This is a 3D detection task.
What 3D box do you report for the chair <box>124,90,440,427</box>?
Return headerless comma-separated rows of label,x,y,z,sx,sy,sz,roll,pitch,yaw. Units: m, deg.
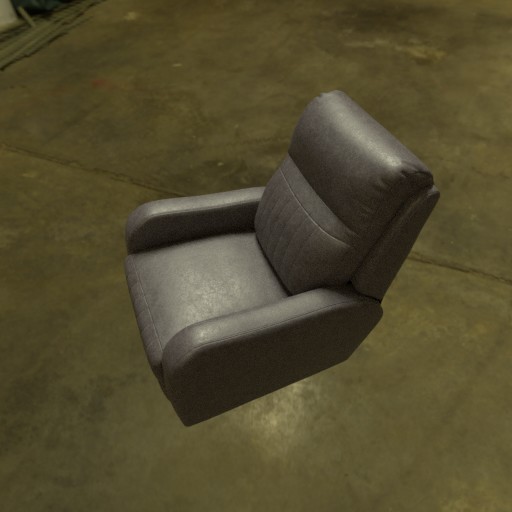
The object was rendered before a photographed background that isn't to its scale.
chair,0.000,0.000,1.849,1.067,1.067,0.865,-16,48,-15
